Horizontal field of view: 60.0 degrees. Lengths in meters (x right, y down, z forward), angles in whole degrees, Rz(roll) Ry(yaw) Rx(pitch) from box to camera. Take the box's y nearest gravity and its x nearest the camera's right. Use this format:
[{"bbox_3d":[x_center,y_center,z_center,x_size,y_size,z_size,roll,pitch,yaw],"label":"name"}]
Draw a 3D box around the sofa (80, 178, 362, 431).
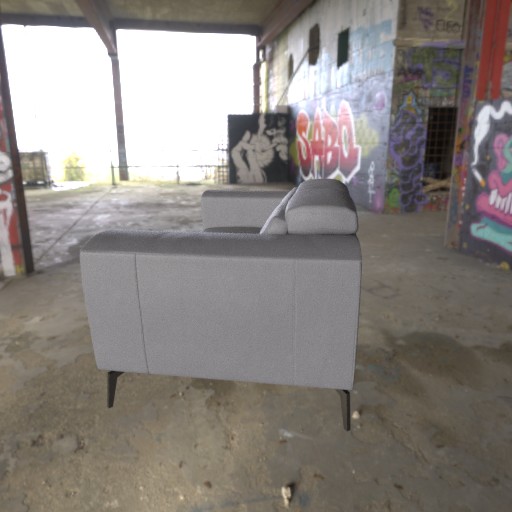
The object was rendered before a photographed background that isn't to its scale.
[{"bbox_3d":[0.000,0.000,2.430,1.003,0.779,1.895,2,15,9],"label":"sofa"}]
